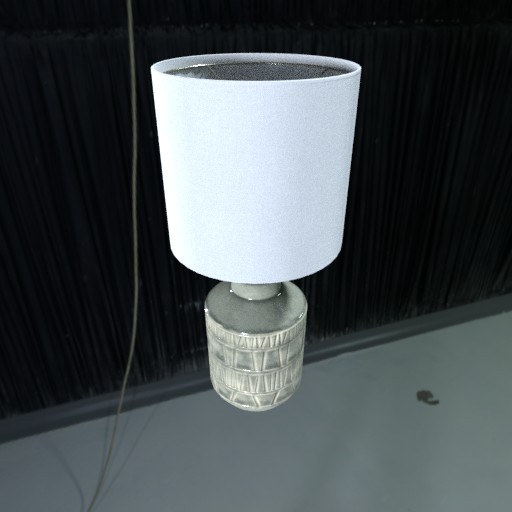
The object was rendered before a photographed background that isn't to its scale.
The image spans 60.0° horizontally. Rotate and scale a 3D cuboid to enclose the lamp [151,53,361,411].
[{"bbox_3d":[0.000,0.000,0.569,0.211,0.455,0.211,-11,32,-18],"label":"lamp"}]
